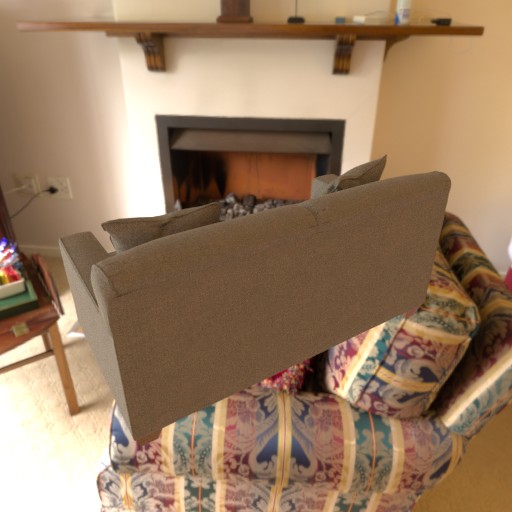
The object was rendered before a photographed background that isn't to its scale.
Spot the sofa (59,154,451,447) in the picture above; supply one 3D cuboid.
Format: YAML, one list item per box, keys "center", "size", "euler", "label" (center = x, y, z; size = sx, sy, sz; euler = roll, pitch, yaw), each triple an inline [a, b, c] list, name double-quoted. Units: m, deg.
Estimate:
- center: [0.000, 0.000, 2.438]
  size: [1.846, 0.958, 1.000]
  euler: [-18, 34, -28]
  label: "sofa"
